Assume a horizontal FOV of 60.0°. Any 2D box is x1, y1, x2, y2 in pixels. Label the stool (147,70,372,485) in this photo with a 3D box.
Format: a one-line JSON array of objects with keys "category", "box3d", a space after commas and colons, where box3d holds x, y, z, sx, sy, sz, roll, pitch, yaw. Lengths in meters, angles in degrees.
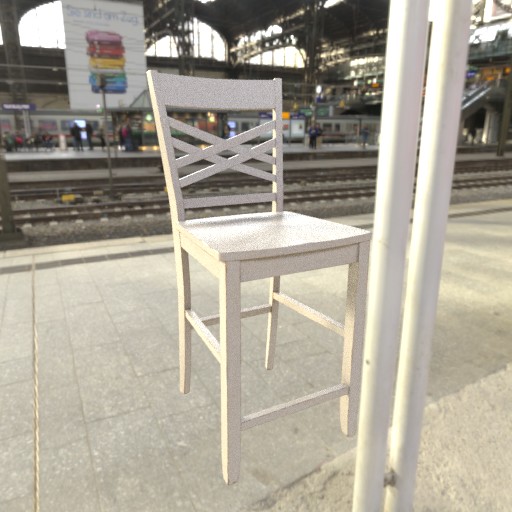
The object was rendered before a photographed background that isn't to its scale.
[{"category": "stool", "box3d": [0.000, 0.000, 1.349, 0.462, 1.079, 0.539, -8, 18, -27]}]
